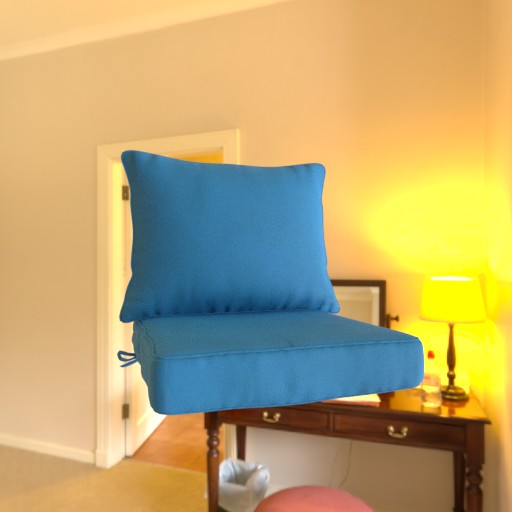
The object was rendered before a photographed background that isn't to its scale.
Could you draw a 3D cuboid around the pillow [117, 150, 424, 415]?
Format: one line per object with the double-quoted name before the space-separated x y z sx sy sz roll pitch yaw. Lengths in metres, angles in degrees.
"pillow" 0.000 0.000 1.352 0.798 0.725 0.733 0 0 -19
